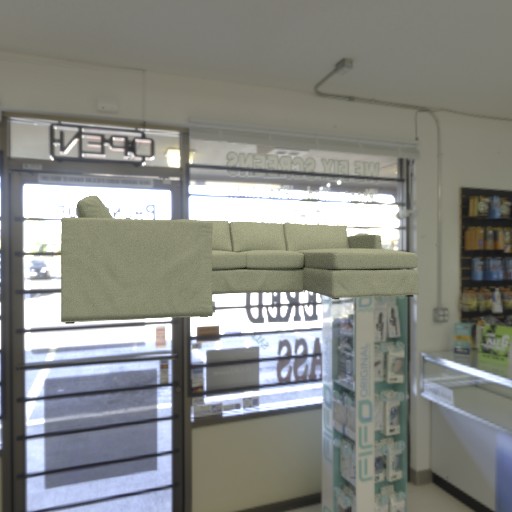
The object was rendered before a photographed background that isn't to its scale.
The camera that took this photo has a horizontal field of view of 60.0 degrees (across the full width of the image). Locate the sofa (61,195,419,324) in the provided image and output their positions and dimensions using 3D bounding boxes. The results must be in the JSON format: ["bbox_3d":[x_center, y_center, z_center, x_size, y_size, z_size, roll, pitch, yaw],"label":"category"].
[{"bbox_3d":[0.000,0.000,4.546,3.460,0.882,2.427,0,0,-18],"label":"sofa"}]
